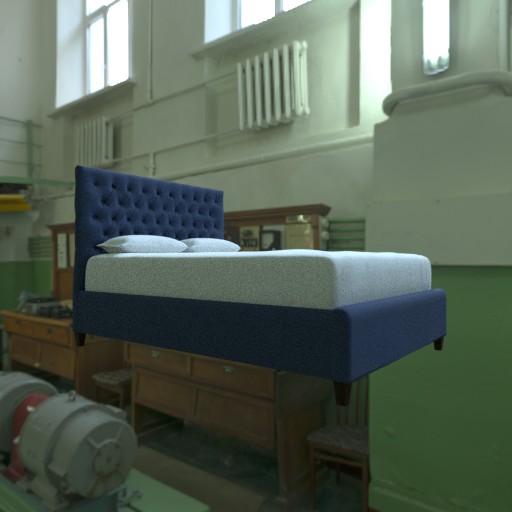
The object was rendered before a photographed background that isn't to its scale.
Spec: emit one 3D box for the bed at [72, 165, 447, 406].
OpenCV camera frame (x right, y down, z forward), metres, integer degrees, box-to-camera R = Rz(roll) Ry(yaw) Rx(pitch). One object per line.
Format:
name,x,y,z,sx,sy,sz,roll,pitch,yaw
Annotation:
bed,0.000,0.000,3.442,2.387,1.427,1.706,0,0,38
